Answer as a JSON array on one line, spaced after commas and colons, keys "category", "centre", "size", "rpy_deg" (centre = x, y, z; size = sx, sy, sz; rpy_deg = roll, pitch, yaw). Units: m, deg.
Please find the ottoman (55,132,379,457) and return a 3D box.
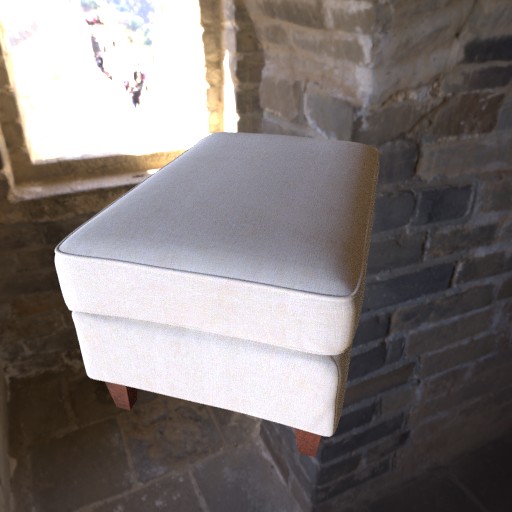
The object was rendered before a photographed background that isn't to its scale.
[{"category": "ottoman", "centre": [0.000, 0.000, 1.206], "size": [0.583, 0.484, 0.862], "rpy_deg": [8, 31, 13]}]
